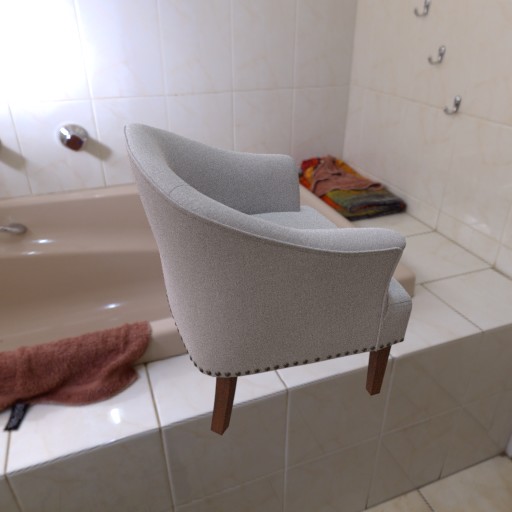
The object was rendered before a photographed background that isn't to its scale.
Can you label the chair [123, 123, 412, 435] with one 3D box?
[{"bbox_3d":[0.000,0.000,1.417,0.704,0.815,0.798,-9,30,-16],"label":"chair"}]
